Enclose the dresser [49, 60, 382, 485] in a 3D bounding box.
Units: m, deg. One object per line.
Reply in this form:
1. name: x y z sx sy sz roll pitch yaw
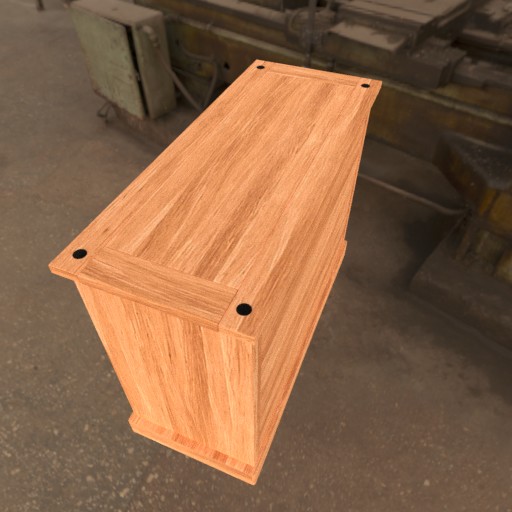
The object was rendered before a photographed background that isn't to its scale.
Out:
1. dresser: 0.000 0.000 1.334 0.410 0.740 0.990 17 48 16
